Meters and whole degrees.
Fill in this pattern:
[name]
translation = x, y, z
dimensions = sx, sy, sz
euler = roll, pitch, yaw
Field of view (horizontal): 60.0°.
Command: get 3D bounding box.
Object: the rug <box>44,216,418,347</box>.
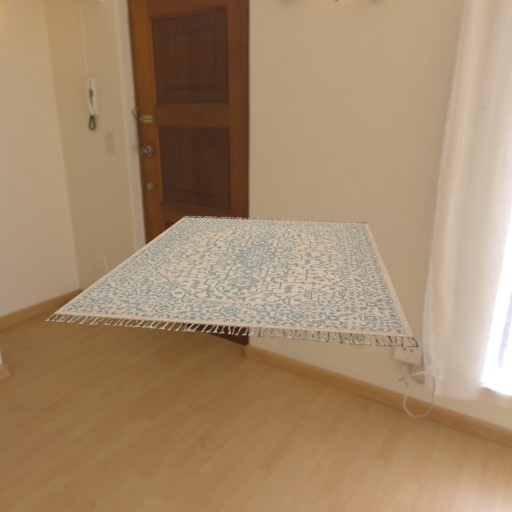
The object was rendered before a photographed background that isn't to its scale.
[rug]
translation = 0.000, 0.000, 4.387
dimensions = 2.464, 0.010, 3.327
euler = 3, 18, 8
